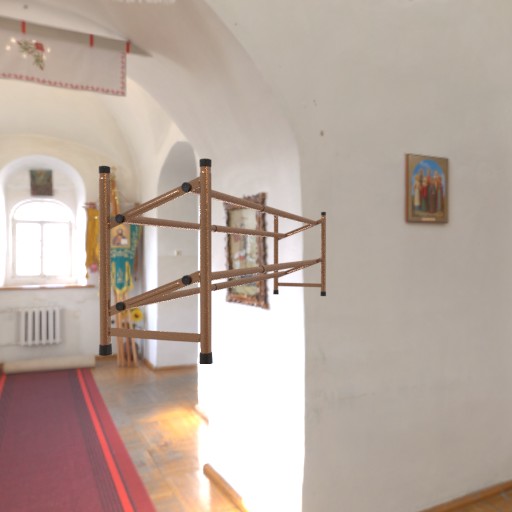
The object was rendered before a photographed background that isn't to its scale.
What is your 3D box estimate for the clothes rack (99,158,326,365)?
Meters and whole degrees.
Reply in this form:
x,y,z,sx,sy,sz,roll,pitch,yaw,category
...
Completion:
x,y,z,sx,sy,sz,roll,pitch,yaw,category
0.000,0.000,1.331,0.229,0.349,1.168,0,1,19,clothes rack
